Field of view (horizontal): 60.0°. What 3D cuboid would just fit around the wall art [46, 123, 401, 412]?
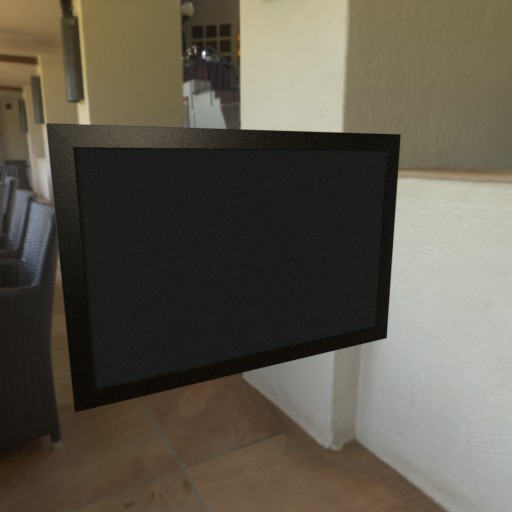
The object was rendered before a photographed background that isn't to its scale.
[{"bbox_3d":[0.000,0.000,0.816,0.660,0.447,0.013,-6,14,-26],"label":"wall art"}]
